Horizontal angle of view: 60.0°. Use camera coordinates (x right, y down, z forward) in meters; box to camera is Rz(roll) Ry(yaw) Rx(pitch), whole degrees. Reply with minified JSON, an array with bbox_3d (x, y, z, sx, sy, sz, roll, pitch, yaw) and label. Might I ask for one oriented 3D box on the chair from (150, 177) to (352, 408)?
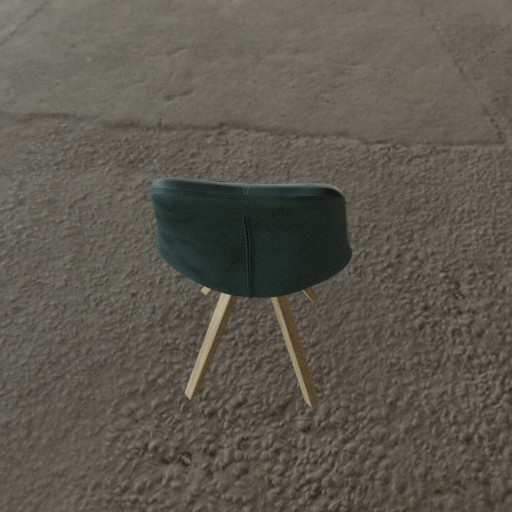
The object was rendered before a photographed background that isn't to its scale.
[{"bbox_3d":[0.000,0.000,1.198,0.483,0.865,0.547,3,47,3],"label":"chair"}]
